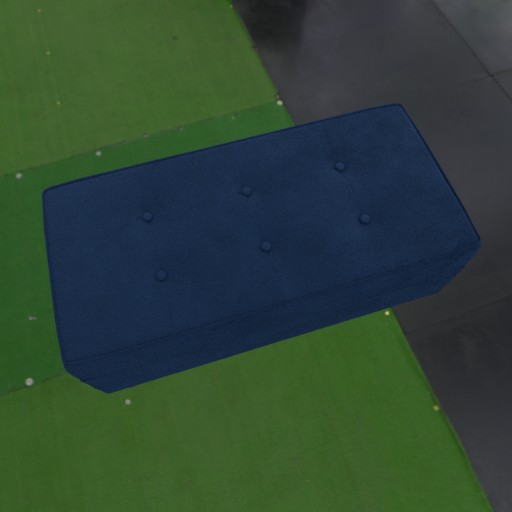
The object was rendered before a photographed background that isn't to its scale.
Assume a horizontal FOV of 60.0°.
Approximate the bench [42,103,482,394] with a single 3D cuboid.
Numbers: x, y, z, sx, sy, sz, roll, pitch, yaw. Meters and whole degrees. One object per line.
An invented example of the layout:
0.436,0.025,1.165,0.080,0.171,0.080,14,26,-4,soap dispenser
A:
0.000,0.000,1.280,1.010,0.467,0.489,-16,66,-7,bench
